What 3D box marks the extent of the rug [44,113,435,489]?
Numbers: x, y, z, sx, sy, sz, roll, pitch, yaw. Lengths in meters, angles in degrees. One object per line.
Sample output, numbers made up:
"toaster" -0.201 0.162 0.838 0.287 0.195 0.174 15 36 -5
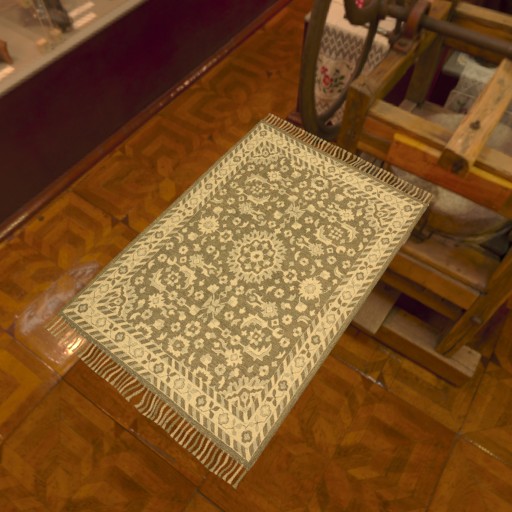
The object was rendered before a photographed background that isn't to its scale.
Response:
"rug" 0.000 0.000 3.027 1.530 0.025 2.431 32 64 18
